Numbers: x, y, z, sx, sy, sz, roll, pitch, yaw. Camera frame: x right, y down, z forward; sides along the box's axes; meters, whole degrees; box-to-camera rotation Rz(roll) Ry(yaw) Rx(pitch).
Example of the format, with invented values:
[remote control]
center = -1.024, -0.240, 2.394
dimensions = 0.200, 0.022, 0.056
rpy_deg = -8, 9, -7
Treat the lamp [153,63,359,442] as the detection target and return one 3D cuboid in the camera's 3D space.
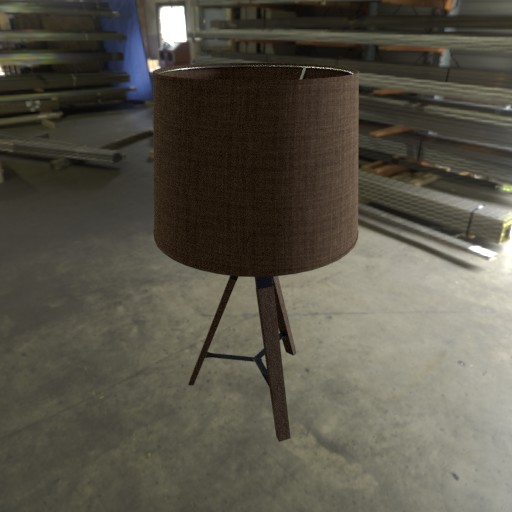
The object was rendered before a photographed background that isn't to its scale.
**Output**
[lamp]
center = 0.000, 0.000, 0.662
dimensions = 0.290, 0.514, 0.290
rpy_deg = 0, 27, 0
